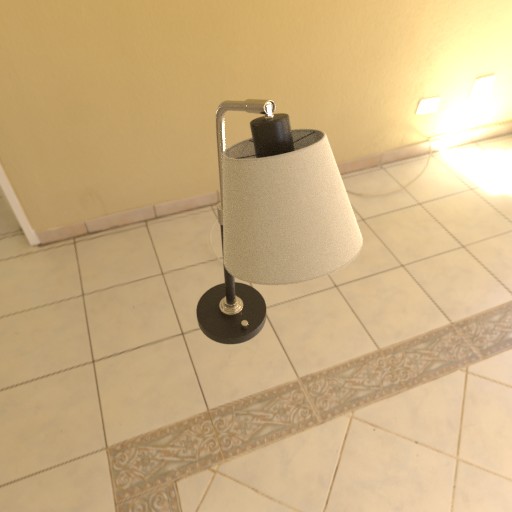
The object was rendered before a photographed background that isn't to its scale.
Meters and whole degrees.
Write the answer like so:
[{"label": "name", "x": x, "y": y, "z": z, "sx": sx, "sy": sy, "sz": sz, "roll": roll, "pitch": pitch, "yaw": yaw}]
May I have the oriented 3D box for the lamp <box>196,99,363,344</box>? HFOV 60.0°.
[{"label": "lamp", "x": 0.000, "y": 0.000, "z": 0.698, "sx": 0.181, "sy": 0.539, "sz": 0.348, "roll": -23, "pitch": 50, "yaw": -21}]
